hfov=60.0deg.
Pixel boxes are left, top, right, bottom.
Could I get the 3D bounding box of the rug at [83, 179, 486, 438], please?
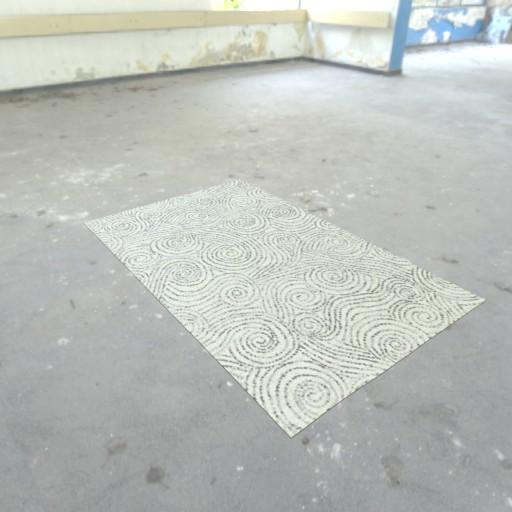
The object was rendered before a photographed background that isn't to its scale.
[{"bbox_3d":[0.000,0.000,3.019,1.524,0.005,2.439,-22,37,-32],"label":"rug"}]
